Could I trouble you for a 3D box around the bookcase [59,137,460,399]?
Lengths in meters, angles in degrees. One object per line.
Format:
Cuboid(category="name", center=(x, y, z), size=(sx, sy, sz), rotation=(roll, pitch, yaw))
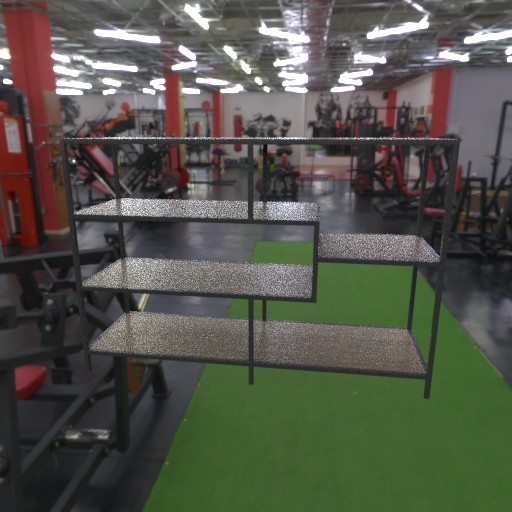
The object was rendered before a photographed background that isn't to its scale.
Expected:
Cuboid(category="bookcase", center=(0.000, 0.000, 1.517), size=(1.140, 0.780, 0.350), rotation=(2, 16, 8))
